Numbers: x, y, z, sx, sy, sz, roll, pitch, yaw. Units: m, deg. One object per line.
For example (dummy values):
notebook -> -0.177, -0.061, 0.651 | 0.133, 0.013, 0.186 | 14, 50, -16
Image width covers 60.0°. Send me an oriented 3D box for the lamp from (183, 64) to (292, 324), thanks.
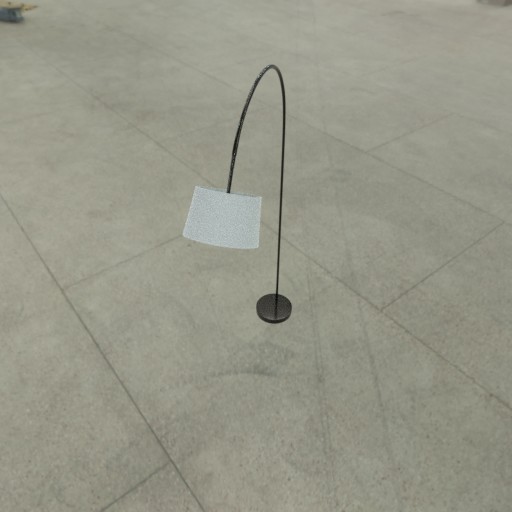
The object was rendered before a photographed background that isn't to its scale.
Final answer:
lamp -> 0.000, 0.000, 2.669 | 0.331, 2.104, 1.363 | 11, 42, 12
